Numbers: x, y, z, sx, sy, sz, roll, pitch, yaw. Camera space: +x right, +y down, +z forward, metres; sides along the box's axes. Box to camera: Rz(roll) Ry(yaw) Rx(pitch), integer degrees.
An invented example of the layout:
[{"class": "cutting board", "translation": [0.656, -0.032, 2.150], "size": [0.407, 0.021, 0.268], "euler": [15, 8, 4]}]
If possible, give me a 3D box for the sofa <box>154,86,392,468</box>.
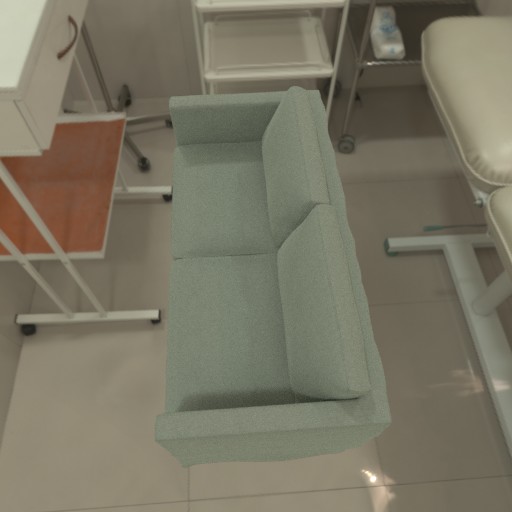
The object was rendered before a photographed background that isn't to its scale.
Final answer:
[{"class": "sofa", "translation": [0.000, 0.000, 2.442], "size": [0.940, 0.870, 1.987], "euler": [-3, 59, -2]}]
